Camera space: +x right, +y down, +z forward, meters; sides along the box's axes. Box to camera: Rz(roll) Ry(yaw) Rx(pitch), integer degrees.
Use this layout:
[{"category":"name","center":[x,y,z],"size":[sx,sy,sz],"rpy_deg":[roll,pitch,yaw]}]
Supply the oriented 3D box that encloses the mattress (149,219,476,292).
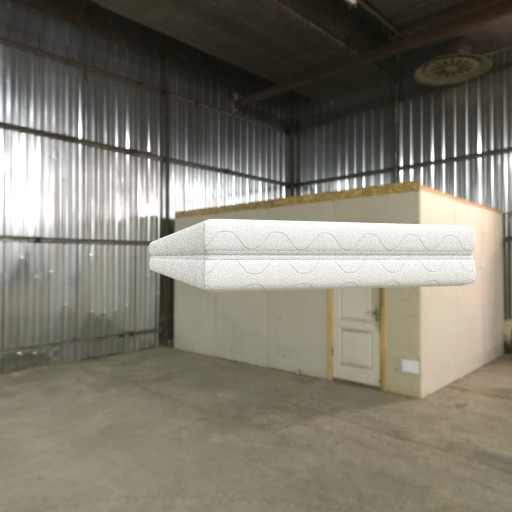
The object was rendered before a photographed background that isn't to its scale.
[{"category":"mattress","center":[0.000,0.000,2.206],"size":[0.900,0.200,1.900],"rpy_deg":[0,0,-18]}]
